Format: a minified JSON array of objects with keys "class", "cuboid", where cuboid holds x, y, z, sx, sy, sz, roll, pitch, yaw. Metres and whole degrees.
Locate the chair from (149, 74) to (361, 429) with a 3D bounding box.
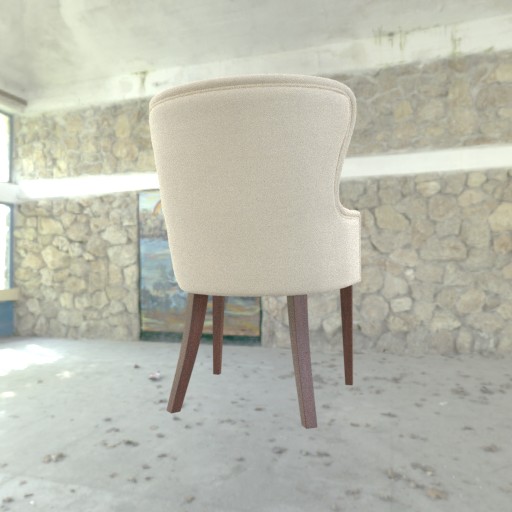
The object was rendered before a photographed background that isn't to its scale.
[{"class":"chair","cuboid":[0.000,0.000,1.520,0.696,0.990,0.744,0,-2,18]}]
